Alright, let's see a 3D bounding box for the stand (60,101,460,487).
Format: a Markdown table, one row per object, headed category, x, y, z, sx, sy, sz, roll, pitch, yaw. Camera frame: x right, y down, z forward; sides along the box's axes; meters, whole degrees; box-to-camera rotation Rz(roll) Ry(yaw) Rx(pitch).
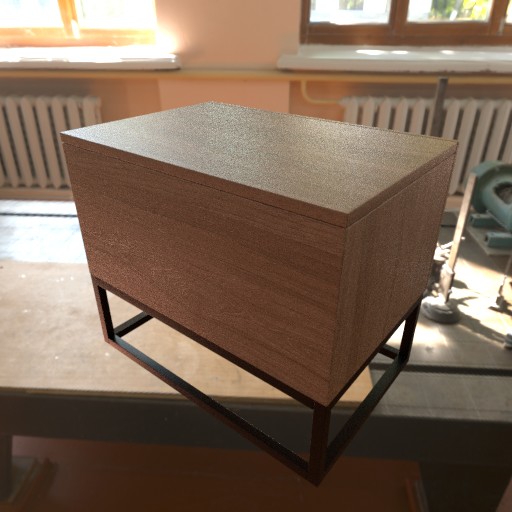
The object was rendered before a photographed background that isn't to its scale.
| category | x | y | z | sx | sy | sz | roll | pitch | yaw |
| --- | --- | --- | --- | --- | --- | --- | --- | --- | --- |
| stand | 0.000 | 0.000 | 0.925 | 0.600 | 0.500 | 0.420 | 21 | 36 | 33 |
